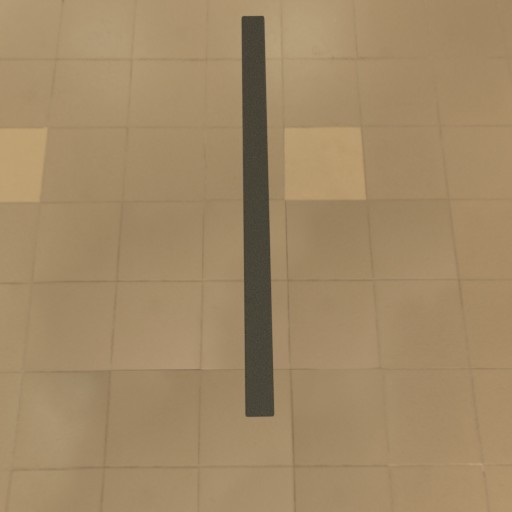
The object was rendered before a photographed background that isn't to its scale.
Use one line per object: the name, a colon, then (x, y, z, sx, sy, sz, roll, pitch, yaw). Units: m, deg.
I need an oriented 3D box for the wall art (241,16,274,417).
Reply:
wall art: (0.000, 0.000, 0.749, 0.028, 0.558, 0.457, -1, 76, 0)
